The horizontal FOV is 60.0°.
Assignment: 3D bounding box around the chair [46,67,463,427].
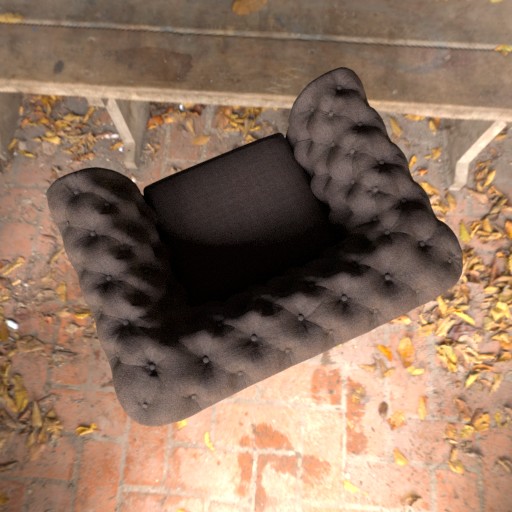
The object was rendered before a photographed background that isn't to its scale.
[{"bbox_3d":[0.000,0.000,1.853,1.298,0.780,0.945,-24,76,-6],"label":"chair"}]
